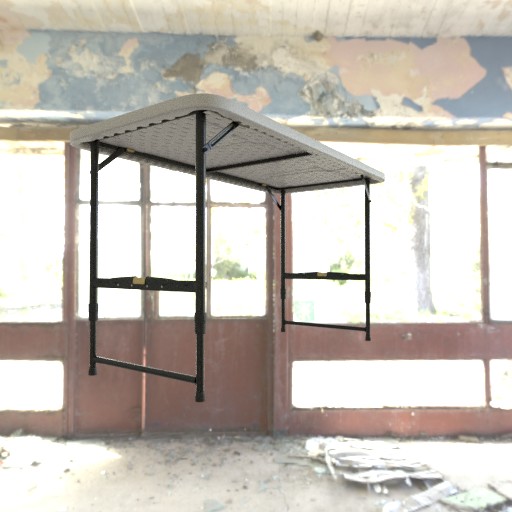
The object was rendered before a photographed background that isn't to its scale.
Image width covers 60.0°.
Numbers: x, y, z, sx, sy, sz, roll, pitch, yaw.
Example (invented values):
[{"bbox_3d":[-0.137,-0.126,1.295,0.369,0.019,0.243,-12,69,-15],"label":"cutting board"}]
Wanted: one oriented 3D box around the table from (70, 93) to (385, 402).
[{"bbox_3d":[0.000,0.000,1.665,0.610,0.737,1.219,-1,-1,36],"label":"table"}]
